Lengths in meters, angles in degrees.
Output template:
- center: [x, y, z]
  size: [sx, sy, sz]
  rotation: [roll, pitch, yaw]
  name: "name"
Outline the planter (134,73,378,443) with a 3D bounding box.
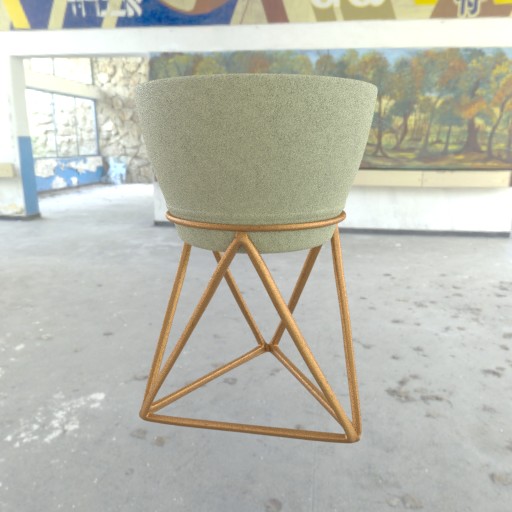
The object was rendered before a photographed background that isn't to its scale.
- center: [0.000, 0.000, 0.719]
  size: [0.350, 0.504, 0.350]
  rotation: [2, 15, 9]
  name: "planter"
